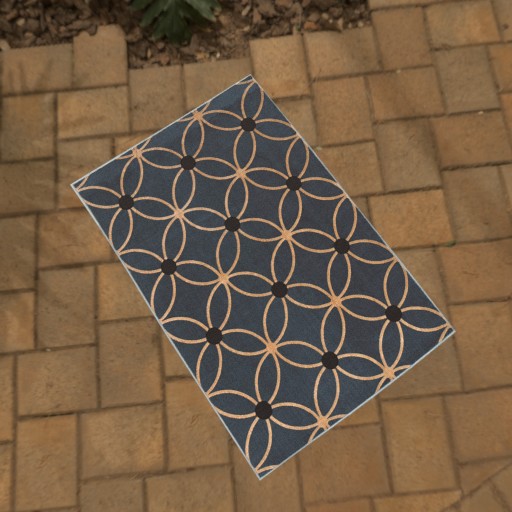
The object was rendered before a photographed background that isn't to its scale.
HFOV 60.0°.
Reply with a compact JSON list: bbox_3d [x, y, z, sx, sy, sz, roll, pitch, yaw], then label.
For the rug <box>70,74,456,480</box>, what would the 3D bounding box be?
[{"bbox_3d":[0.000,0.000,2.924,1.522,0.008,2.284,-34,79,-8],"label":"rug"}]
